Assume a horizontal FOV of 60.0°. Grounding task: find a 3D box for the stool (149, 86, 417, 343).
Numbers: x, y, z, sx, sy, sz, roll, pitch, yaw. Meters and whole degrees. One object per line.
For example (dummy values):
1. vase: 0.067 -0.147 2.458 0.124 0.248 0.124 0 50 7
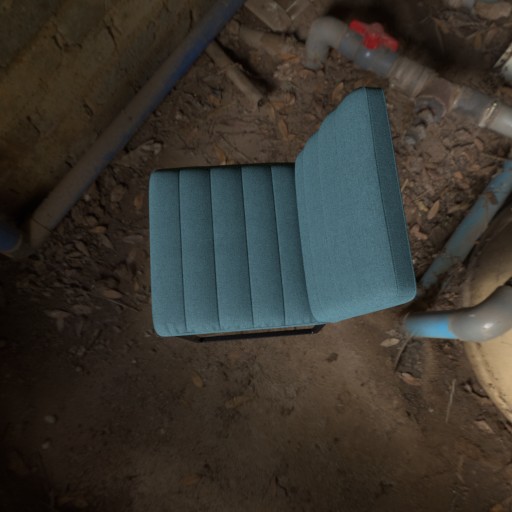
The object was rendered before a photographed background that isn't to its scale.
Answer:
1. stool: 0.000 0.000 1.346 0.560 1.040 0.460 -4 77 -1
